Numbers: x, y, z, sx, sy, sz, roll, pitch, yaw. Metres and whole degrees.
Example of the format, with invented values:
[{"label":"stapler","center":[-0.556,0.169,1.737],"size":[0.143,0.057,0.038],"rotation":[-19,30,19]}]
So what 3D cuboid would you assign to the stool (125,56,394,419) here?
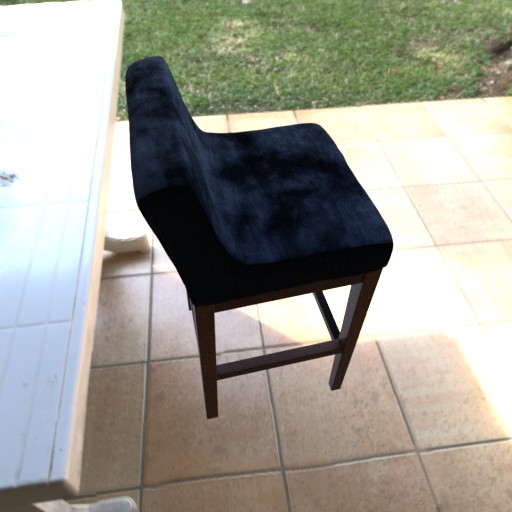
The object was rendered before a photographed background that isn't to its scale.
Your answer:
[{"label":"stool","center":[0.000,0.000,1.232],"size":[0.516,0.945,0.511],"rotation":[-10,48,-9]}]
